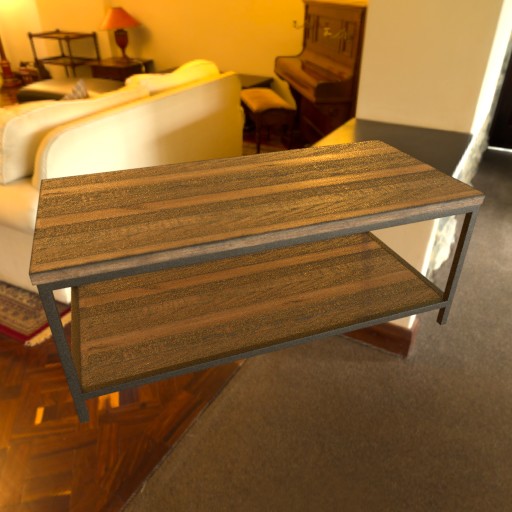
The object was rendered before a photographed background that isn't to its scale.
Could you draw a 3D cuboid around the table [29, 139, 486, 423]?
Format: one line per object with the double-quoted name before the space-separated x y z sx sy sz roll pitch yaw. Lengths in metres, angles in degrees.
"table" 0.000 0.000 1.186 0.990 0.399 0.452 -11 33 -17
